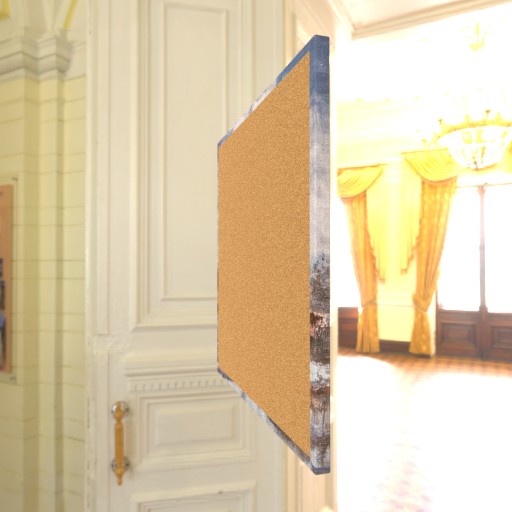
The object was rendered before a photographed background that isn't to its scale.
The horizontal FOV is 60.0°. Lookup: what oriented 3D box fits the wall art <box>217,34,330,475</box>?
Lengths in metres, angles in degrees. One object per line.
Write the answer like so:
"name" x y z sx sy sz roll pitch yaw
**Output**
"wall art" 0.000 0.000 1.508 0.040 1.020 1.010 0 -1 -18
